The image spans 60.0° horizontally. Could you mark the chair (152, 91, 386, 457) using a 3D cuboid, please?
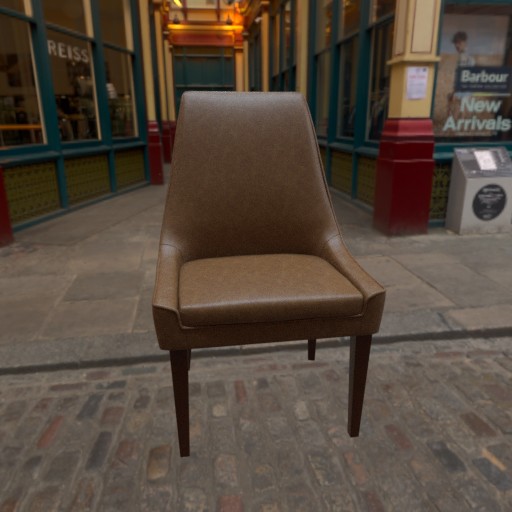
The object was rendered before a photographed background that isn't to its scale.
[{"bbox_3d":[0.000,0.000,1.206,0.529,0.861,0.544,-3,18,-9],"label":"chair"}]
